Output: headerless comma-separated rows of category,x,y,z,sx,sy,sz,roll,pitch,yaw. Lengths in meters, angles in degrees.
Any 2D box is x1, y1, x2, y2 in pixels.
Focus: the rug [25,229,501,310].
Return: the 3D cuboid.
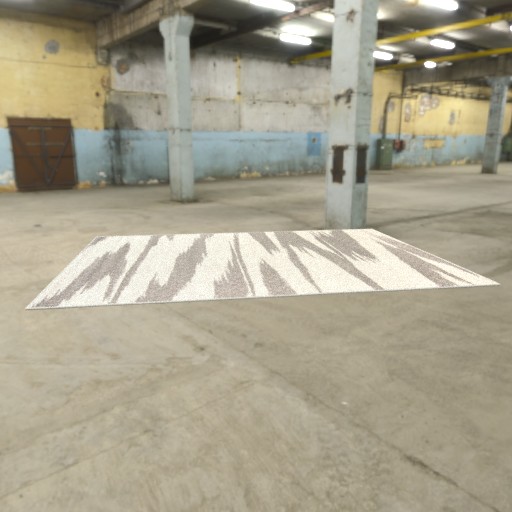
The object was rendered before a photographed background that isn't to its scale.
rug,0.000,0.000,2.691,2.142,0.010,1.533,-2,14,-9
